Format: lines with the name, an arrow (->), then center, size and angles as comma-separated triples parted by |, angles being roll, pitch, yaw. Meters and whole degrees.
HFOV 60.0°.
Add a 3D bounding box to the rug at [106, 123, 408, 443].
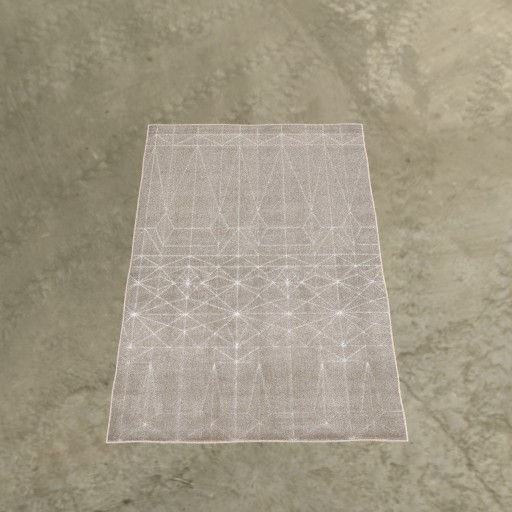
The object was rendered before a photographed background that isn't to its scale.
rug -> 0.000, 0.000, 4.308 | 2.449, 0.019, 3.357 | 0, 64, 0
